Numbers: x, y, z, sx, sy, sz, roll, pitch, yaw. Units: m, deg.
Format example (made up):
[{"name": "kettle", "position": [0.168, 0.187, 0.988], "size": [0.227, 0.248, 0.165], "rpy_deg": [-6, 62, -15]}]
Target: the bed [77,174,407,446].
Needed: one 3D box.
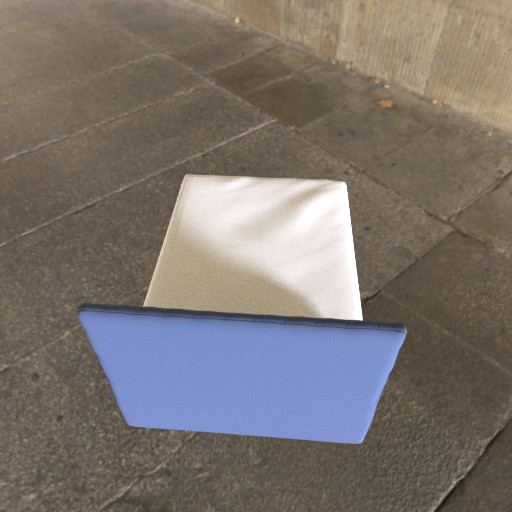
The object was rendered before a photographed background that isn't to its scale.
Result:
[{"name": "bed", "position": [0.000, 0.000, 3.543], "size": [1.706, 1.427, 2.387], "rpy_deg": [3, 46, 3]}]
